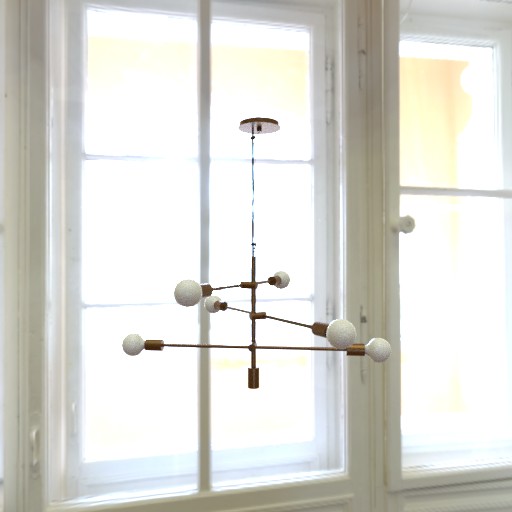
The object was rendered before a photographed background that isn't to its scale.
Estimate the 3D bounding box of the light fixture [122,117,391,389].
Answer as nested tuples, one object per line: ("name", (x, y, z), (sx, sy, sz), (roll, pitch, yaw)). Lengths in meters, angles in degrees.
("light fixture", (0.000, 0.000, 1.243), (0.682, 0.744, 0.637), (0, 0, 35))
